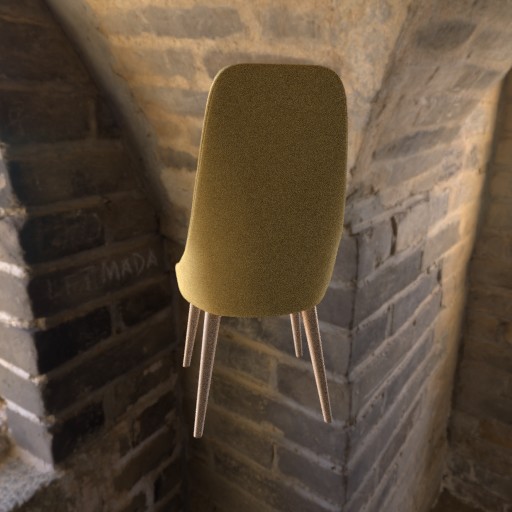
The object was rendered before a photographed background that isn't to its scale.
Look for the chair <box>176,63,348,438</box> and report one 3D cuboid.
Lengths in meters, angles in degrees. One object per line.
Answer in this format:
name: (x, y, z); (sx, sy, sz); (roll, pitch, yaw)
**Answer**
chair: (0.000, 0.000, 1.408); (0.510, 1.040, 0.660); (-3, 15, -10)
